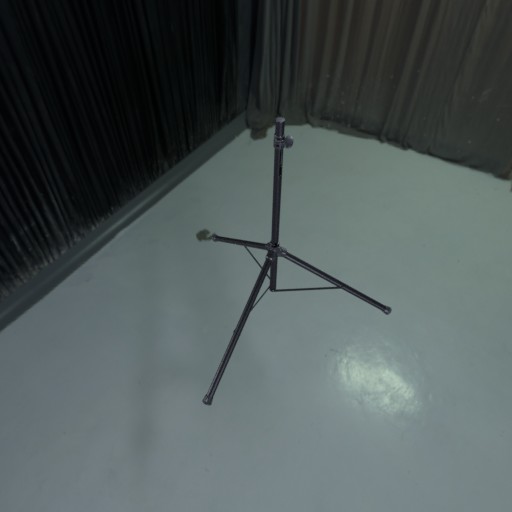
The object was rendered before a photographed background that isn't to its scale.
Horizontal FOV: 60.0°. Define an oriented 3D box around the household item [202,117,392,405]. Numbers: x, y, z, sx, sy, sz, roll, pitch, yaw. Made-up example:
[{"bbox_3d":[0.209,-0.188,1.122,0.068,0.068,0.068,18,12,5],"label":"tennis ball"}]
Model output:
[{"bbox_3d":[0.000,0.000,2.663,1.596,1.595,1.339,24,52,20],"label":"household item"}]
